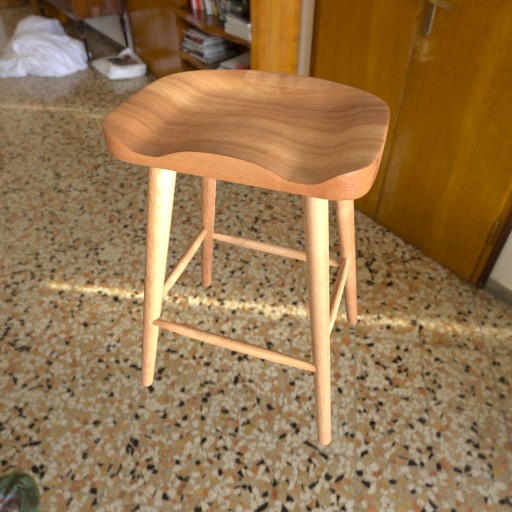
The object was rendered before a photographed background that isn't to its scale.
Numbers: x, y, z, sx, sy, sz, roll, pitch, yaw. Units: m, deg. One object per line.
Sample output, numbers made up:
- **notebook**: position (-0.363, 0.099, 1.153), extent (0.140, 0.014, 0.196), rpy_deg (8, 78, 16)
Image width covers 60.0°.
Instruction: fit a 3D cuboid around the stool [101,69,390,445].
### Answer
- **stool**: position (0.000, 0.000, 0.881), extent (0.440, 0.615, 0.361), rpy_deg (13, 43, 14)
